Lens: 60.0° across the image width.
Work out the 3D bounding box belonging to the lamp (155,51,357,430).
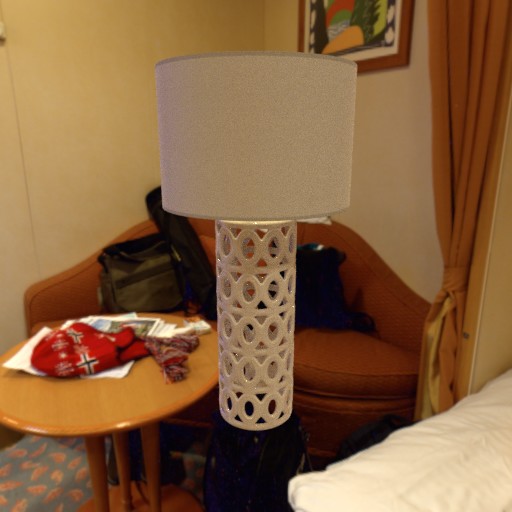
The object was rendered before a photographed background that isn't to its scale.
[{"bbox_3d":[0.000,0.000,0.811,0.324,0.636,0.325,3,15,10],"label":"lamp"}]
